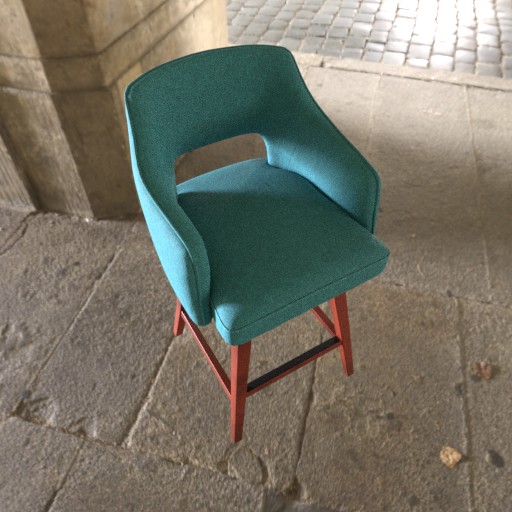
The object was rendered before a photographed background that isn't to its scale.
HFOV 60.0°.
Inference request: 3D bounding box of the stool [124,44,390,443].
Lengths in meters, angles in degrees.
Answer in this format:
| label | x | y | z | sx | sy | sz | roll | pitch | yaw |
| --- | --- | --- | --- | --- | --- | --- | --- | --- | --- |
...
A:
| label | x | y | z | sx | sy | sz | roll | pitch | yaw |
| --- | --- | --- | --- | --- | --- | --- | --- | --- | --- |
| stool | 0.000 | 0.000 | 1.265 | 0.548 | 0.961 | 0.556 | -23 | 52 | -20 |
